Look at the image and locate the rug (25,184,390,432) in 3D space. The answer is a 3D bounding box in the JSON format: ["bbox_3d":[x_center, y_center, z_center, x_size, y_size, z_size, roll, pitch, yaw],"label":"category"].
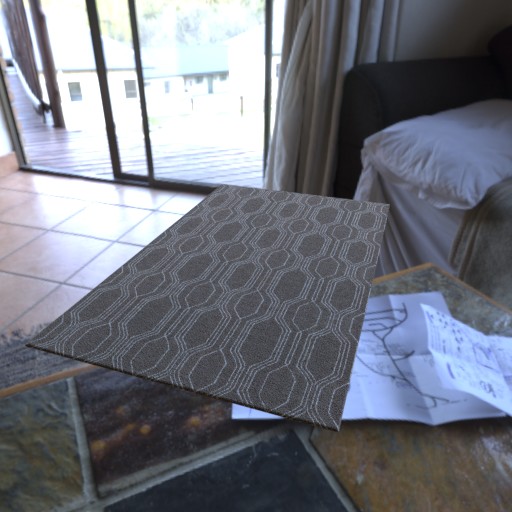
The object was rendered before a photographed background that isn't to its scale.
[{"bbox_3d":[0.000,0.000,2.958,1.541,0.012,2.457,10,30,17],"label":"rug"}]
